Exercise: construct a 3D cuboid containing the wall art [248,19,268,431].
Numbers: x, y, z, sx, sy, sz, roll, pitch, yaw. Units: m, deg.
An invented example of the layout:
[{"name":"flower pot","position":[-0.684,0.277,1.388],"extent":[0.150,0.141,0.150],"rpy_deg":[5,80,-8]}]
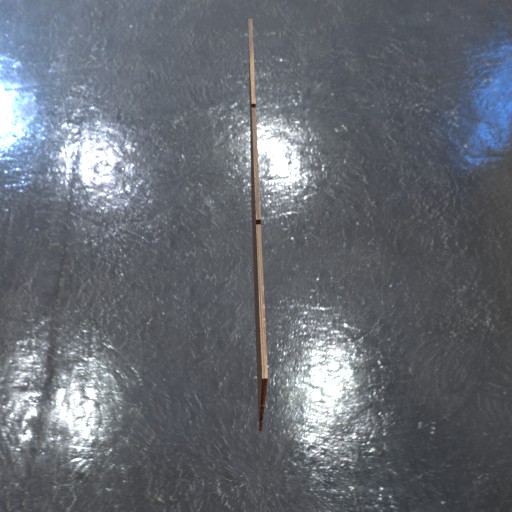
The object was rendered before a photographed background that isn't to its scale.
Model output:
[{"name":"wall art","position":[0.000,0.000,1.791],"extent":[0.013,1.213,1.215],"rpy_deg":[-2,63,-1]}]
